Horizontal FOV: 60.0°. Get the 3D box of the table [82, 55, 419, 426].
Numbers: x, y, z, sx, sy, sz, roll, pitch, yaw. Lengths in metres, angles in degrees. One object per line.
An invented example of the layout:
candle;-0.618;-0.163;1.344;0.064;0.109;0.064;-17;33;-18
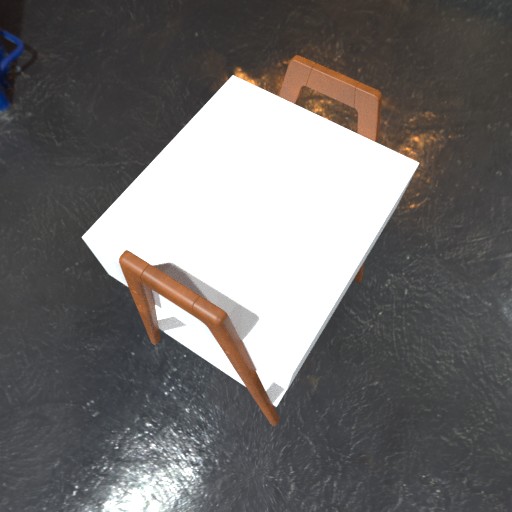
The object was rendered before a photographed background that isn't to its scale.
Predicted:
table;0.000;0.000;0.909;0.405;0.610;0.457;30;68;14
